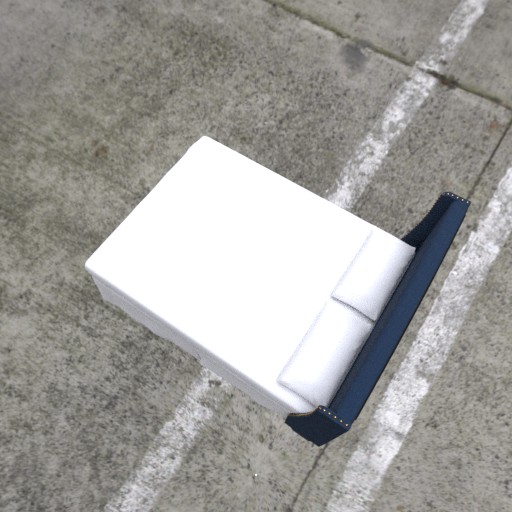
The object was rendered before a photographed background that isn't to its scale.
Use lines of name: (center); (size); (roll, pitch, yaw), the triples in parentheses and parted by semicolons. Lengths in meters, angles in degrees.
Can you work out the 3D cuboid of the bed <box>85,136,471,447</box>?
bed: (0.000, 0.000, 3.262); (2.223, 1.402, 1.604); (31, 68, 14)
